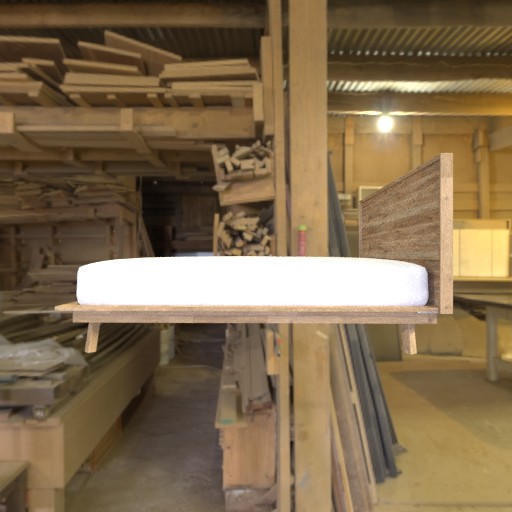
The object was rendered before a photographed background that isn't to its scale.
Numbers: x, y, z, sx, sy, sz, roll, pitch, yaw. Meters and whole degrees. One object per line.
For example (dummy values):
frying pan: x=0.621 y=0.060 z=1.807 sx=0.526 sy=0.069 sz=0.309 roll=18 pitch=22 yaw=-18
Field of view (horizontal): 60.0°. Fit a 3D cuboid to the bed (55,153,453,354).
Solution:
bed: x=0.000 y=0.000 z=3.441 sx=2.167 sy=1.100 sz=2.116 roll=0 pitch=0 yaw=2
